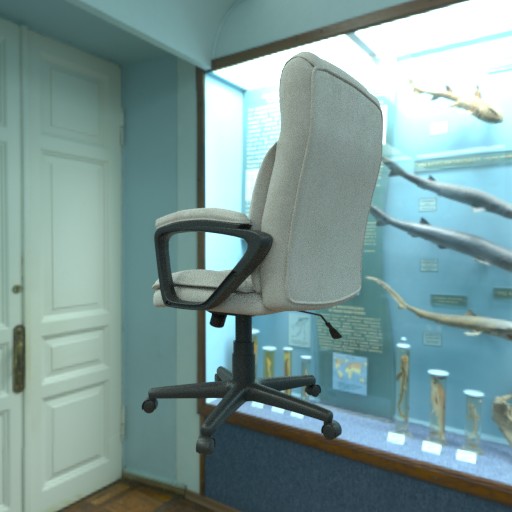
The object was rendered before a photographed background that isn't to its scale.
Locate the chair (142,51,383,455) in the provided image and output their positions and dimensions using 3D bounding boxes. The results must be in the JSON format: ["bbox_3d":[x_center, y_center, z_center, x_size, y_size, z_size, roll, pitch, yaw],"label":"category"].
[{"bbox_3d":[0.000,0.000,1.512,0.724,1.105,0.667,1,1,37],"label":"chair"}]
